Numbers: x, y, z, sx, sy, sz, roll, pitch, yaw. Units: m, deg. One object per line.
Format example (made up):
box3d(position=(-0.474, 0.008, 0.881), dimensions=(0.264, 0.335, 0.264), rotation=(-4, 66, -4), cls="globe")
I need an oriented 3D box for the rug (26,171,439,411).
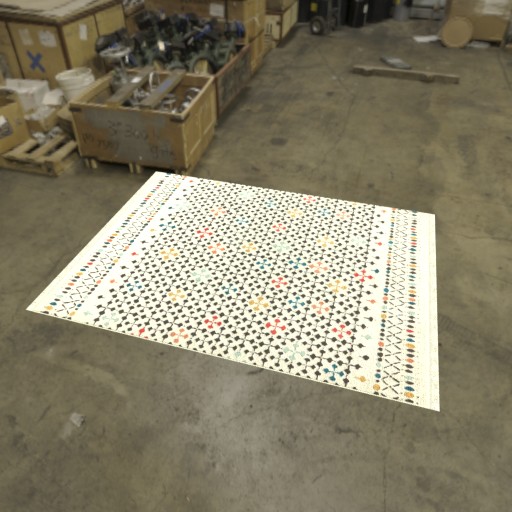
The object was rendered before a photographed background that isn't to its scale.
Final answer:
box3d(position=(0.000, 0.000, 2.002), dimensions=(1.556, 0.006, 1.146), rotation=(11, 41, 13), cls="rug")
